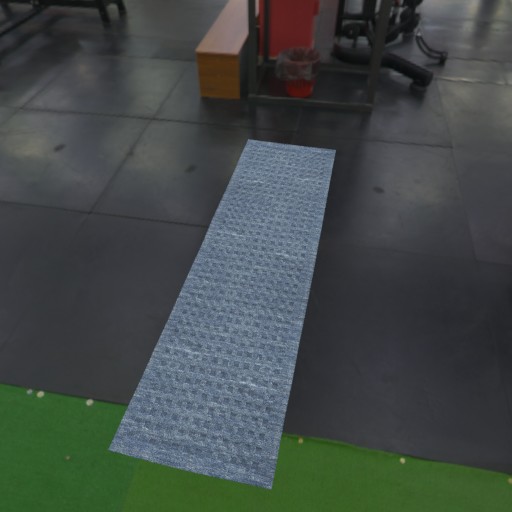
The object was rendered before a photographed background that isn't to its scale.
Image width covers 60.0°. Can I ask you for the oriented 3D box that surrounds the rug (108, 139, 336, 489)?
[{"bbox_3d":[0.000,0.000,2.595,0.688,0.008,2.443,9,47,9],"label":"rug"}]
